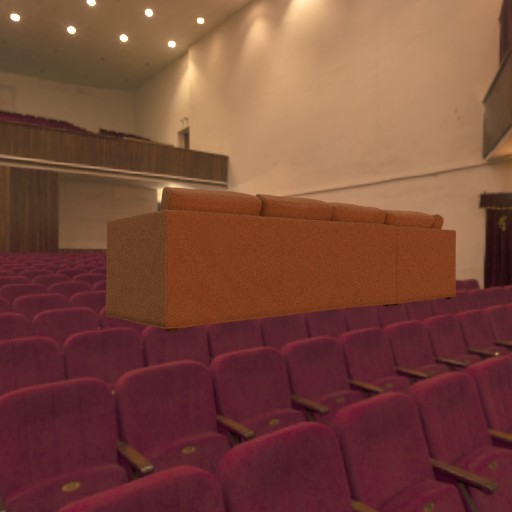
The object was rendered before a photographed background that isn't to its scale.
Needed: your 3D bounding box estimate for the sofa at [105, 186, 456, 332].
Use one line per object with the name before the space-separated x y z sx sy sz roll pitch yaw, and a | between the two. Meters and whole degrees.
sofa | 0.000 0.000 4.360 3.182 0.871 2.432 0 0 -38
